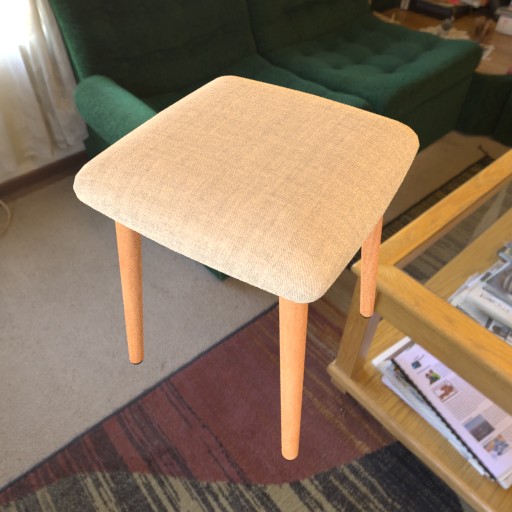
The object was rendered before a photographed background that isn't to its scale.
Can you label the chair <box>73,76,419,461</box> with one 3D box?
[{"bbox_3d":[0.000,0.000,0.698,0.350,0.440,0.350,24,51,21],"label":"chair"}]
